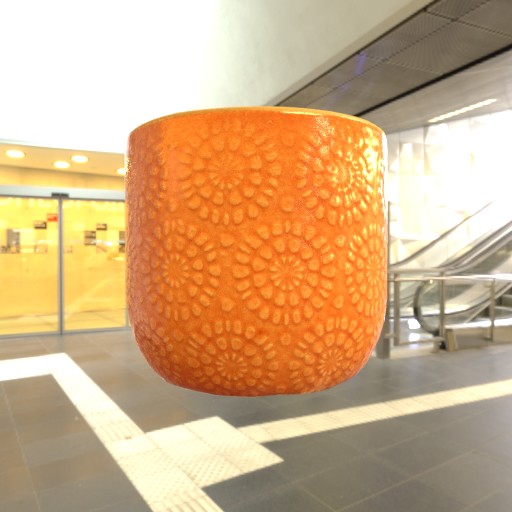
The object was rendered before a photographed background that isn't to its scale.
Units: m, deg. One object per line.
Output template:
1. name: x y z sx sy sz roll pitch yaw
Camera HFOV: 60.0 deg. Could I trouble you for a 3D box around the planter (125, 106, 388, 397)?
1. planter: 0.000 0.000 0.291 0.170 0.152 0.170 0 1 0
